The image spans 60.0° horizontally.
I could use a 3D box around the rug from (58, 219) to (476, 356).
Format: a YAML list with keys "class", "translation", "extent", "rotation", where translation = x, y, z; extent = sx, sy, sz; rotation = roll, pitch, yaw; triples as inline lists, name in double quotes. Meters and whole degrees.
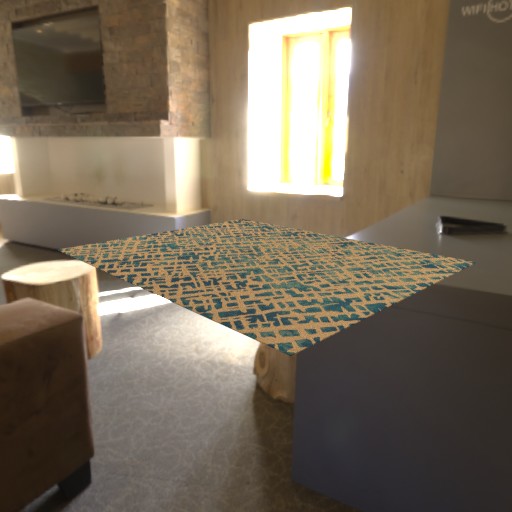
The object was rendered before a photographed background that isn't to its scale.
- class: "rug"
  translation: [0.000, 0.000, 4.060]
  extent: [2.435, 0.007, 3.007]
  rotation: [-14, 20, -42]
